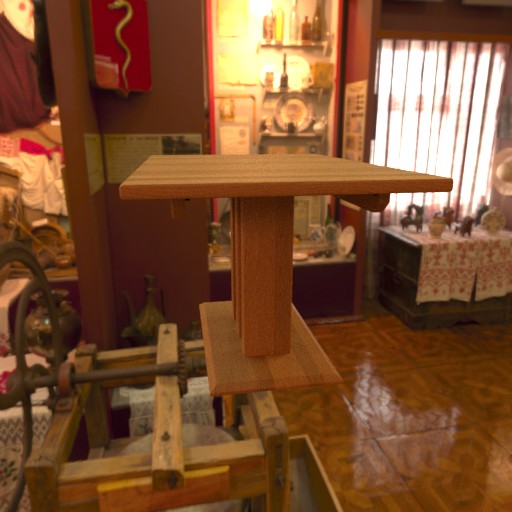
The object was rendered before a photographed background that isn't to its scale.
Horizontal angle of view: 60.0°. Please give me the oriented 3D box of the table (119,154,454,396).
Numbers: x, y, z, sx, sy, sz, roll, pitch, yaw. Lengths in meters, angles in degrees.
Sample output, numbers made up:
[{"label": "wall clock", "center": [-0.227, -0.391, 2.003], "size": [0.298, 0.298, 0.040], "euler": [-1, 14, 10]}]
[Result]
[{"label": "table", "center": [0.000, 0.000, 1.874], "size": [0.900, 0.770, 1.300], "euler": [-3, 16, -9]}]
